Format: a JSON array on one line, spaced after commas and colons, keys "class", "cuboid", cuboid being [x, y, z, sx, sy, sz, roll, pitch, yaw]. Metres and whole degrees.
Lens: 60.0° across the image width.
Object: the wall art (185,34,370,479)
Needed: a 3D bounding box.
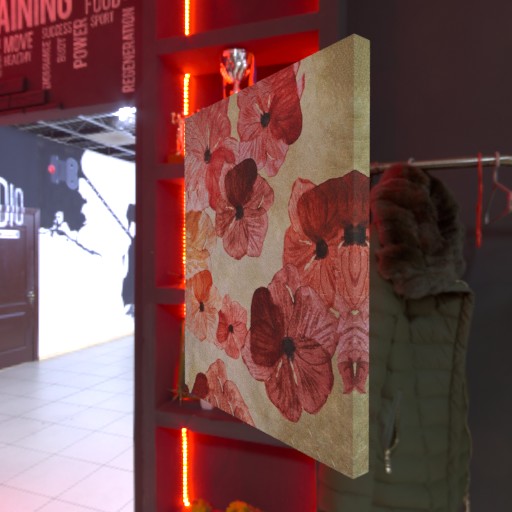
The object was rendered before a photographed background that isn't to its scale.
[{"class": "wall art", "cuboid": [0.000, 0.000, 0.675, 0.028, 0.508, 0.406, -1, 1, -37]}]
